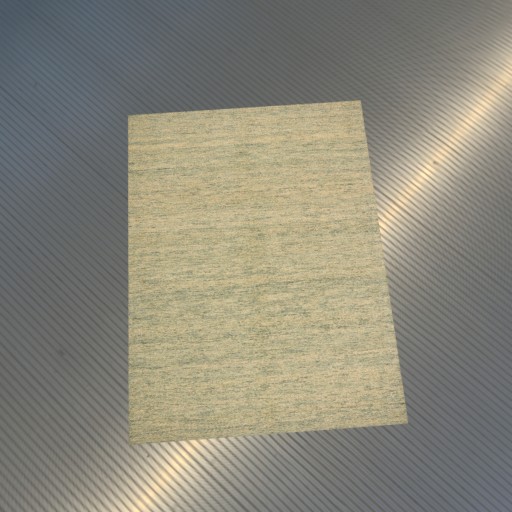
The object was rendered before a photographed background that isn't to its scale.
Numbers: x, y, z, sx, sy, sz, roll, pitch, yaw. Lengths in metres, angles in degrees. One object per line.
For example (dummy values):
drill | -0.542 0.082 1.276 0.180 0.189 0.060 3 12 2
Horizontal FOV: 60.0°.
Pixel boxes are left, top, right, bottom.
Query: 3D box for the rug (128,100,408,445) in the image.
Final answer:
rug | 0.000 0.000 4.240 2.437 0.014 3.201 -4 76 -1
